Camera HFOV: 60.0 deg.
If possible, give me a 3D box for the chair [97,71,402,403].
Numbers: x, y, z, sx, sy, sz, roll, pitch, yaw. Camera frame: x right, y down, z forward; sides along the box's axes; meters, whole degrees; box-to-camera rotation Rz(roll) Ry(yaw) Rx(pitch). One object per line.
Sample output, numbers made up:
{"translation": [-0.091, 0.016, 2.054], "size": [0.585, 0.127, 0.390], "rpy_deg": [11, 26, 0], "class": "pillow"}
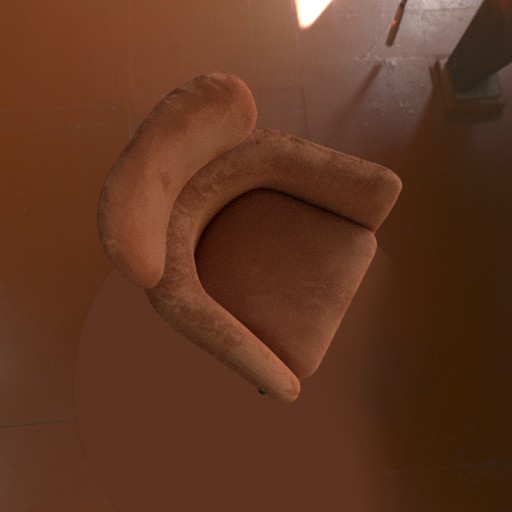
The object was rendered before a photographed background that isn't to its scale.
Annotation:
{"translation": [0.000, 0.000, 1.104], "size": [0.523, 0.772, 0.561], "rpy_deg": [28, 78, 7], "class": "chair"}
